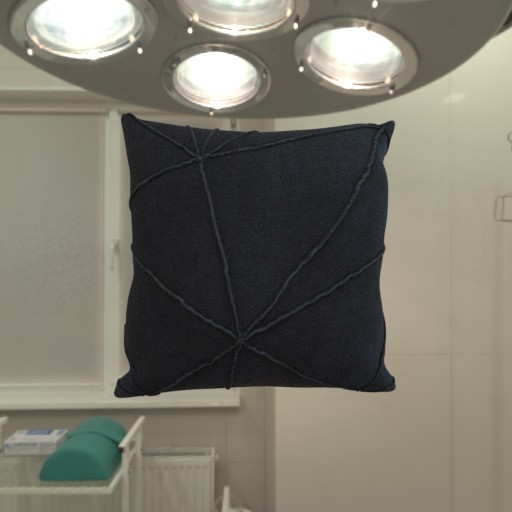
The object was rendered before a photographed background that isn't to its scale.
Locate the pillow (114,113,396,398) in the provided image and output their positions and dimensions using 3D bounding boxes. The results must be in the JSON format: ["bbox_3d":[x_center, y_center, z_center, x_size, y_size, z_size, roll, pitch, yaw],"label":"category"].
[{"bbox_3d":[0.000,0.000,0.686,0.439,0.440,0.183,0,-1,-1],"label":"pillow"}]
